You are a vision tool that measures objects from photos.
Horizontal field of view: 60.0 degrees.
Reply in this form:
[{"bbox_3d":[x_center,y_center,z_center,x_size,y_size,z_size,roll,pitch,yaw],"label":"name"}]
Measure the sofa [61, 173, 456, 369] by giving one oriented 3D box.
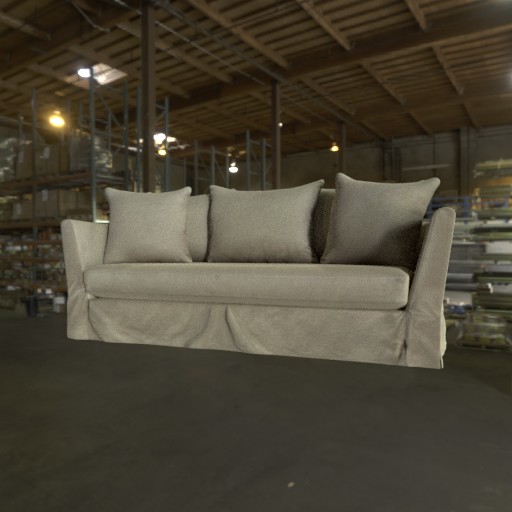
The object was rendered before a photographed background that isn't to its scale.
[{"bbox_3d":[0.000,0.000,2.868,2.290,1.034,1.031,0,0,20],"label":"sofa"}]
